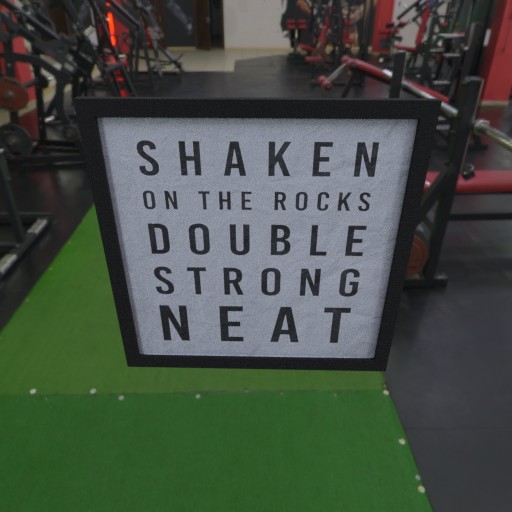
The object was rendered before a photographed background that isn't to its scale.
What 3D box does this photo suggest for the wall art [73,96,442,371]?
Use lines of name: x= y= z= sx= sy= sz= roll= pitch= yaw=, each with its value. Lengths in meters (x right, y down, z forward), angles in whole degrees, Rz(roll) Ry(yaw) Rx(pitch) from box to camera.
wall art: x=0.000 y=0.000 z=0.671 sx=0.456 sy=0.458 sz=0.013 roll=1 pitch=31 yaw=1
